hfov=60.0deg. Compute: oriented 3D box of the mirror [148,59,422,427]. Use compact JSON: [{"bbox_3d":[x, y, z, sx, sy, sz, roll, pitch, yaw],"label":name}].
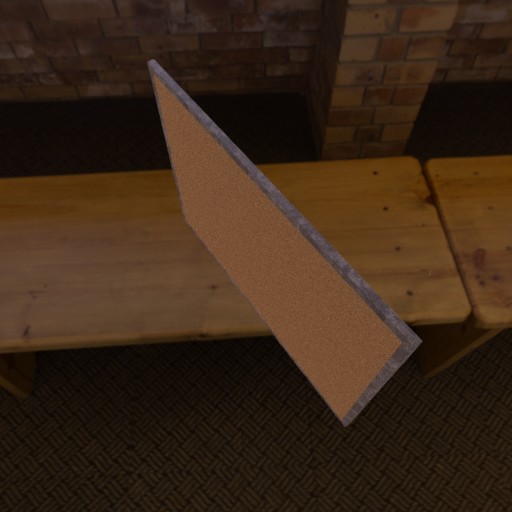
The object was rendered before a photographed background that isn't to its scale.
[{"bbox_3d":[0.000,0.000,1.443,0.022,0.795,1.101,-31,63,-18],"label":"mirror"}]
